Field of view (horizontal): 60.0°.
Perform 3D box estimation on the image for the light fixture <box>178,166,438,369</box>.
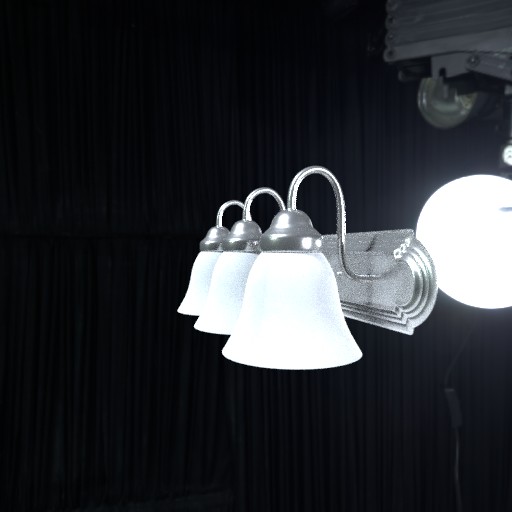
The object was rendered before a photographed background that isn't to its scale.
[{"bbox_3d":[0.000,0.000,0.716,0.199,0.222,0.610,0,1,-18],"label":"light fixture"}]
